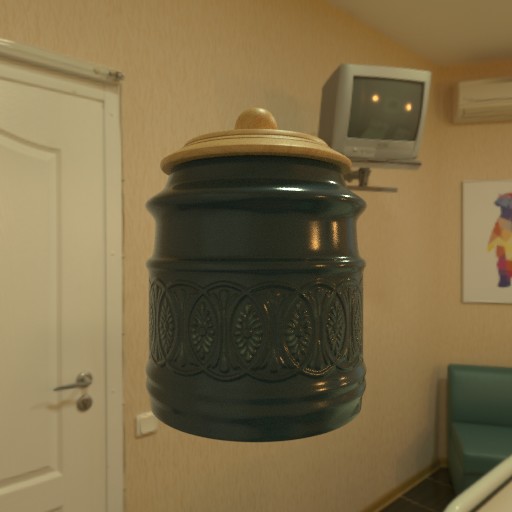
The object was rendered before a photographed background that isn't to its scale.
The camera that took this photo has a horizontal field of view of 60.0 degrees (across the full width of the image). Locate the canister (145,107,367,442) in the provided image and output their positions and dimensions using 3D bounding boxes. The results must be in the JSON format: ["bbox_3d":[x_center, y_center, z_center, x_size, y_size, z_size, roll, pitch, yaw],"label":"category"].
[{"bbox_3d":[0.000,0.000,0.267,0.130,0.176,0.130,0,1,0],"label":"canister"}]
